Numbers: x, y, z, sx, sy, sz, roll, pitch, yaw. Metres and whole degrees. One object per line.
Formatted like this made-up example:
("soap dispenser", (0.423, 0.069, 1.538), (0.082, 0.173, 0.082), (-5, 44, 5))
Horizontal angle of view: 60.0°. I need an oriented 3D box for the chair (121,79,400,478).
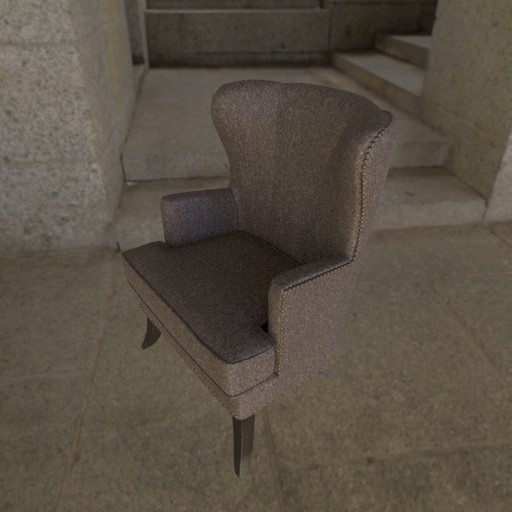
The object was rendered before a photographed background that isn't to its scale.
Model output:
("chair", (0.000, 0.000, 1.588), (0.758, 1.060, 0.759), (-22, 38, -30))
